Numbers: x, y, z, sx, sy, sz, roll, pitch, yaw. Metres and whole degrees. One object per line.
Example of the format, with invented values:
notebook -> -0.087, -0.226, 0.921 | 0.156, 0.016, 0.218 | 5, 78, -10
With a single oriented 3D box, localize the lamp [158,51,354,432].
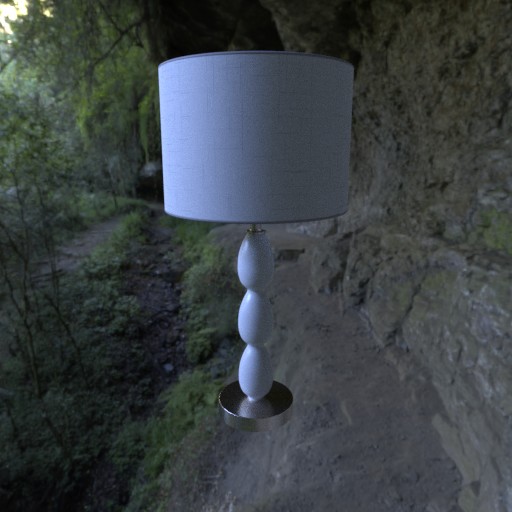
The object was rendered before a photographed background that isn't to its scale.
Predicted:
lamp -> 0.000, 0.000, 0.715 | 0.282, 0.559, 0.280 | 7, 16, 27
